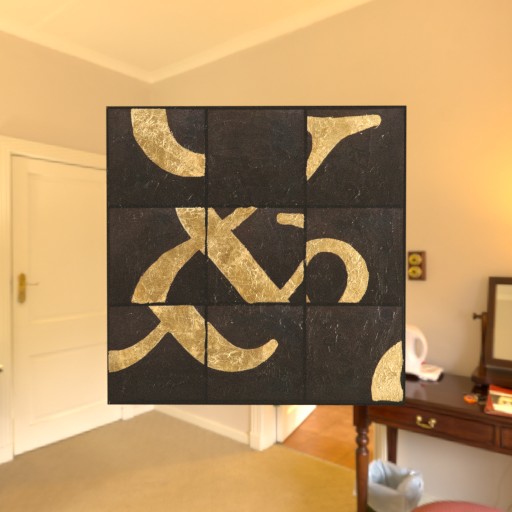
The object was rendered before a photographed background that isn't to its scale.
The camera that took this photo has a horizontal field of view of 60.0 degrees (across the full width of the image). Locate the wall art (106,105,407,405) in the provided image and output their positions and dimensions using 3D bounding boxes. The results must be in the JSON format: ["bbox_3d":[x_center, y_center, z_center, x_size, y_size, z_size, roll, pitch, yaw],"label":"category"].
[{"bbox_3d":[0.000,0.000,1.144,0.758,0.758,0.044,0,1,0],"label":"wall art"}]
